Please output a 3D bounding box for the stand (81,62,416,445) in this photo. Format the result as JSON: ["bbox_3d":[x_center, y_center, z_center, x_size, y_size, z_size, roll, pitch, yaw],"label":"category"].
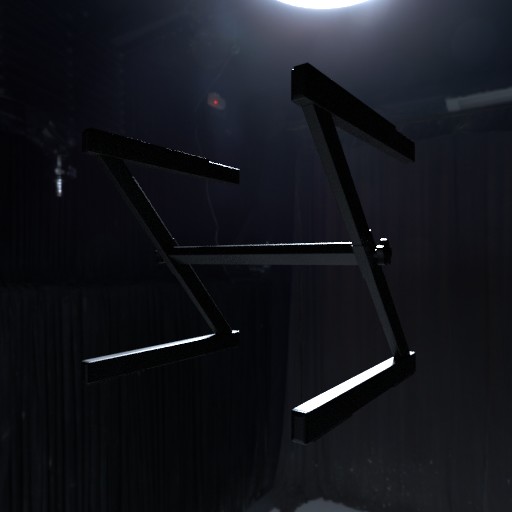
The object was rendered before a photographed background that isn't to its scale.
[{"bbox_3d":[0.000,0.000,1.124,0.700,0.617,0.586,0,-1,36],"label":"stand"}]
